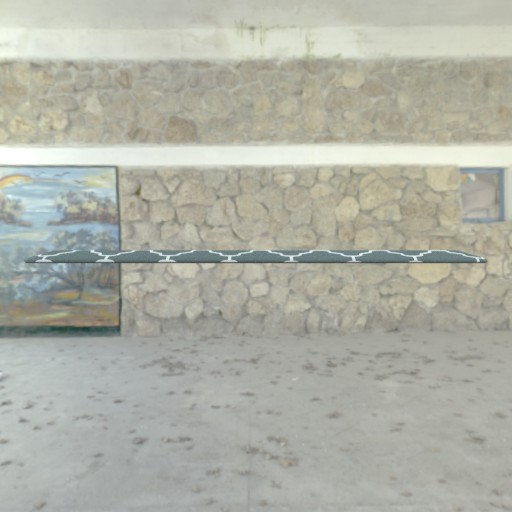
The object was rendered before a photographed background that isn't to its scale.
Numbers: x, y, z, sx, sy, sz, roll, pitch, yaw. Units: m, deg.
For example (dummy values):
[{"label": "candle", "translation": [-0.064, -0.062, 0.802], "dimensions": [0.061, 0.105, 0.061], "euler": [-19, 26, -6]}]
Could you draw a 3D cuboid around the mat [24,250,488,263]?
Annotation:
[{"label": "mat", "translation": [0.000, 0.000, 0.952], "dimensions": [0.762, 0.021, 0.508], "euler": [0, 0, 0]}]
